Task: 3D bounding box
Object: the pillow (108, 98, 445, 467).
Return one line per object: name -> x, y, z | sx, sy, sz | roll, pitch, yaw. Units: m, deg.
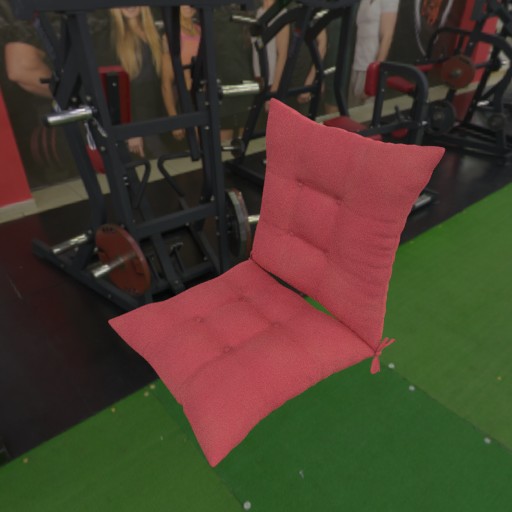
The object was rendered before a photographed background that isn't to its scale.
pillow -> 0.000, 0.000, 1.003 | 0.585, 0.536, 0.541 | -23, 39, -31
